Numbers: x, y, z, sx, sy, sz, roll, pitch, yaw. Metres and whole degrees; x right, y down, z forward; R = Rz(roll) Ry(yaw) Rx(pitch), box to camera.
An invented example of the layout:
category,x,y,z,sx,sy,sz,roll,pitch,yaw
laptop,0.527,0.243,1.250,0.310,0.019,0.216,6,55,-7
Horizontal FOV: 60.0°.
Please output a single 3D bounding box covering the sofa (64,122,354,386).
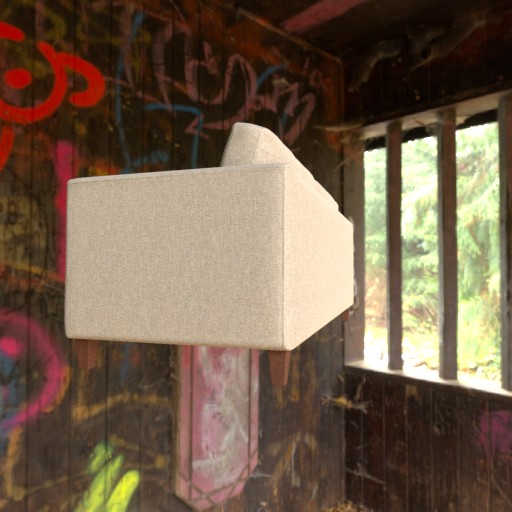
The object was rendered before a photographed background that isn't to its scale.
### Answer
category,x,y,z,sx,sy,sz,roll,pitch,yaw
sofa,0.000,0.000,2.657,0.956,0.963,2.208,-1,-2,18
